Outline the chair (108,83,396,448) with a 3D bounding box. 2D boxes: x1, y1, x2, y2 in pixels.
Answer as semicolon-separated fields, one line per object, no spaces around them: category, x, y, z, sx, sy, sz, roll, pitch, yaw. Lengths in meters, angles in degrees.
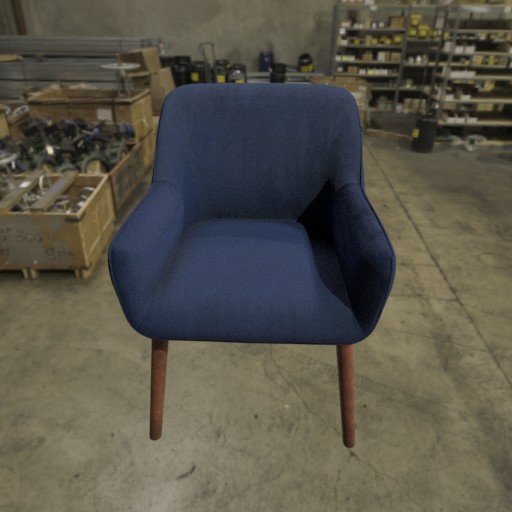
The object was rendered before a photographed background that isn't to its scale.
chair;0.000;0.000;1.218;0.600;0.820;0.600;1;29;2
